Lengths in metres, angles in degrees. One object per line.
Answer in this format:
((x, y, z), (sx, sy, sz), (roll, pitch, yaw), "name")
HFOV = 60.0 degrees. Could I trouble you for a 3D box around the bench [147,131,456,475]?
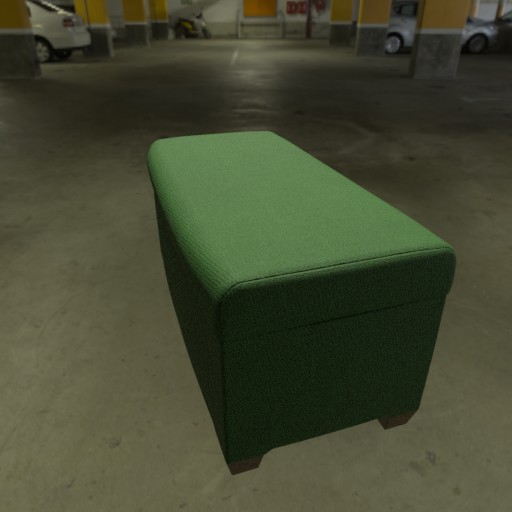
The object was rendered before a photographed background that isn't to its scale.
((0.000, 0.000, 1.261), (0.505, 0.501, 0.989), (-9, 30, -16), "bench")
